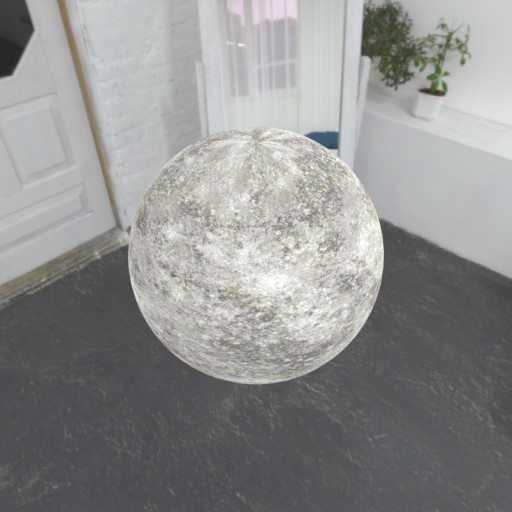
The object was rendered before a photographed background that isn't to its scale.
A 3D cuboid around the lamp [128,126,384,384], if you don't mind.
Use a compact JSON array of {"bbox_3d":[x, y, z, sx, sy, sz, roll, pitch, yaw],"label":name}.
[{"bbox_3d":[0.000,0.000,0.762,0.422,0.429,0.422,0,42,0],"label":"lamp"}]
